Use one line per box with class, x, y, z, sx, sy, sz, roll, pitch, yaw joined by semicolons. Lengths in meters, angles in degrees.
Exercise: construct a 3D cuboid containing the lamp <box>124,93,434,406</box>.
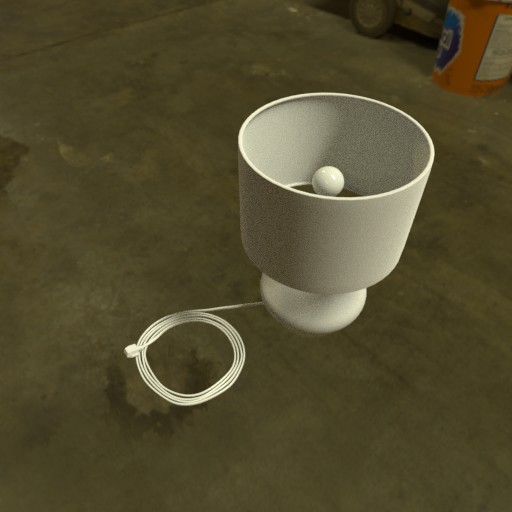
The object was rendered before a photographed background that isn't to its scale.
lamp;0.000;0.000;0.837;0.546;0.457;0.401;3;47;3
